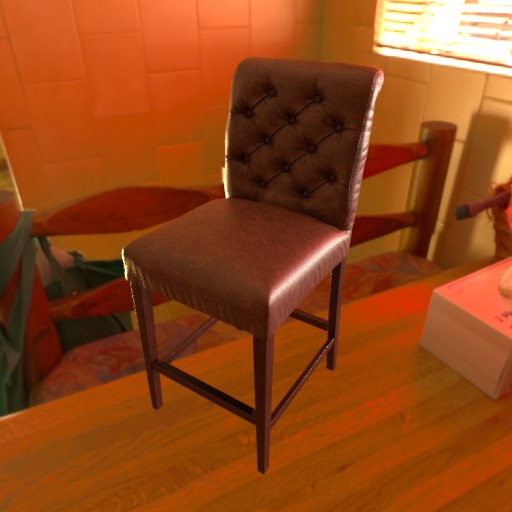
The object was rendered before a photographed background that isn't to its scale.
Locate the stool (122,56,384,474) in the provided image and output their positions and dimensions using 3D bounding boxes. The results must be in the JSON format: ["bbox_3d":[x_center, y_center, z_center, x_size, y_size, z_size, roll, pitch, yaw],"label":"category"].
[{"bbox_3d":[0.000,0.000,1.400,0.486,1.084,0.660,18,36,28],"label":"stool"}]
